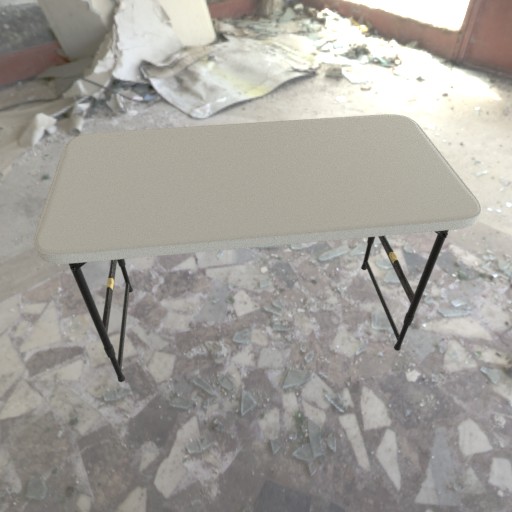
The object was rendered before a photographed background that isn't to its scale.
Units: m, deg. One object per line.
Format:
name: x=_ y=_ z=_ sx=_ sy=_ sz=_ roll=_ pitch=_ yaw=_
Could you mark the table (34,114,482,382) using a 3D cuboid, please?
table: x=0.000 y=0.000 z=1.619 sx=1.219 sy=0.737 sz=0.610 roll=-5 pitch=45 yaw=-5
